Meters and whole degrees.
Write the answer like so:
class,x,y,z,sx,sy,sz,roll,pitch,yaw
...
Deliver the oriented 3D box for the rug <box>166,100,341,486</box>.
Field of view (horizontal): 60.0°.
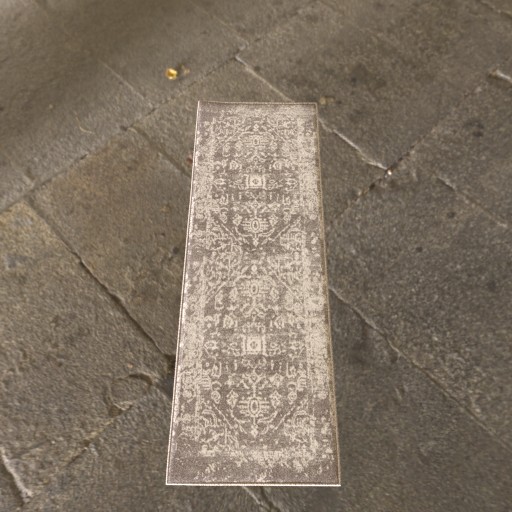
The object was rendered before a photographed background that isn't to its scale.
class,x,y,z,sx,sy,sz,roll,pitch,yaw
rug,0.000,0.000,2.661,0.855,0.017,2.452,0,65,0
